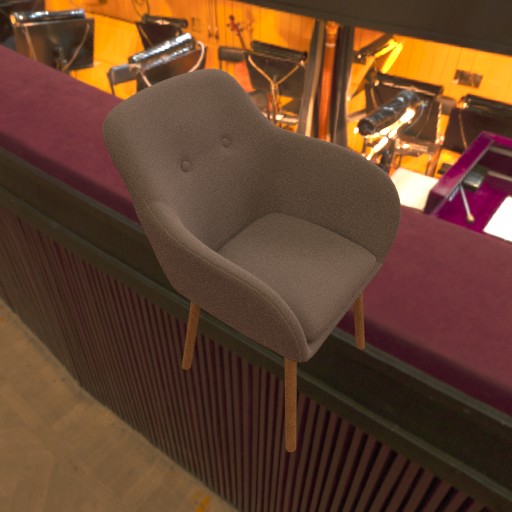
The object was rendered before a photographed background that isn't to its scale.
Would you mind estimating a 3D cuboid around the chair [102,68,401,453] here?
[{"bbox_3d":[0.000,0.000,1.218,0.590,0.830,0.570,26,47,26],"label":"chair"}]
